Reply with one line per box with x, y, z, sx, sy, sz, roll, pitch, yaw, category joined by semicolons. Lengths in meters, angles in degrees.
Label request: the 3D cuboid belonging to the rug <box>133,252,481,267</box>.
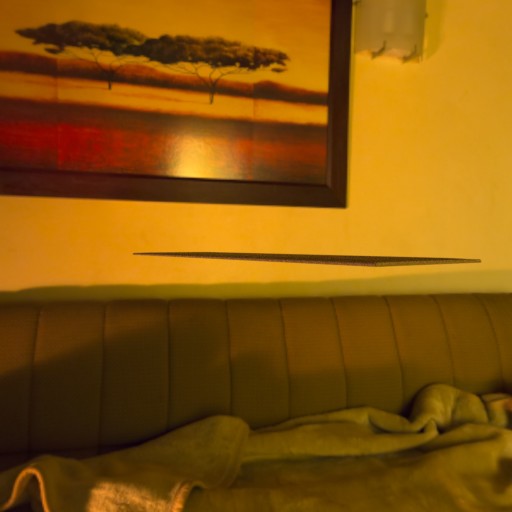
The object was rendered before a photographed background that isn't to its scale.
0.000;0.000;2.568;0.659;0.019;2.297;-1;2;-35;rug
